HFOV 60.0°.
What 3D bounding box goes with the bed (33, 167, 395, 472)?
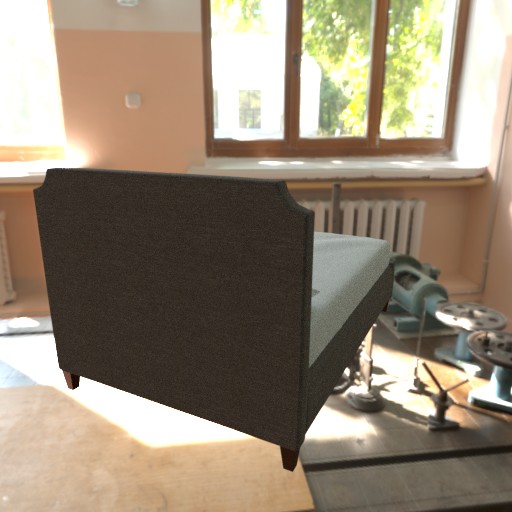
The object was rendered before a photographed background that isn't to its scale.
[{"bbox_3d":[0.000,0.000,3.388,1.713,1.457,2.381,8,18,26],"label":"bed"}]
